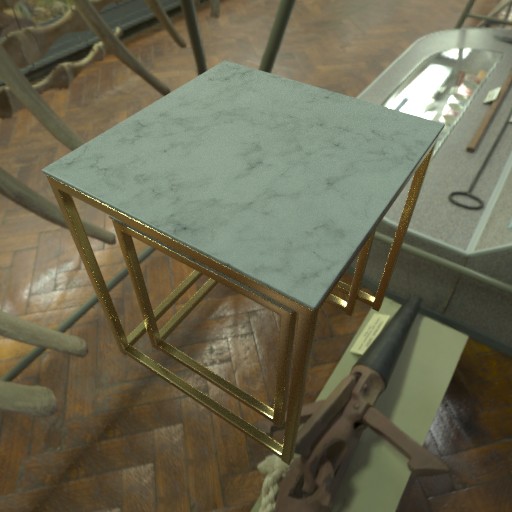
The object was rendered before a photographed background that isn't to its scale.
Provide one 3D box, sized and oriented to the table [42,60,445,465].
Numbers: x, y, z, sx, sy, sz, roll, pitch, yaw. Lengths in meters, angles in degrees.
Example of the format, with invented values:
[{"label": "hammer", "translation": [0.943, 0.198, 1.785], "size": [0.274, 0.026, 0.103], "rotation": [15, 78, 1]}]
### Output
[{"label": "table", "translation": [0.000, 0.000, 0.868], "size": [0.450, 0.500, 0.450], "rotation": [26, 52, 22]}]
